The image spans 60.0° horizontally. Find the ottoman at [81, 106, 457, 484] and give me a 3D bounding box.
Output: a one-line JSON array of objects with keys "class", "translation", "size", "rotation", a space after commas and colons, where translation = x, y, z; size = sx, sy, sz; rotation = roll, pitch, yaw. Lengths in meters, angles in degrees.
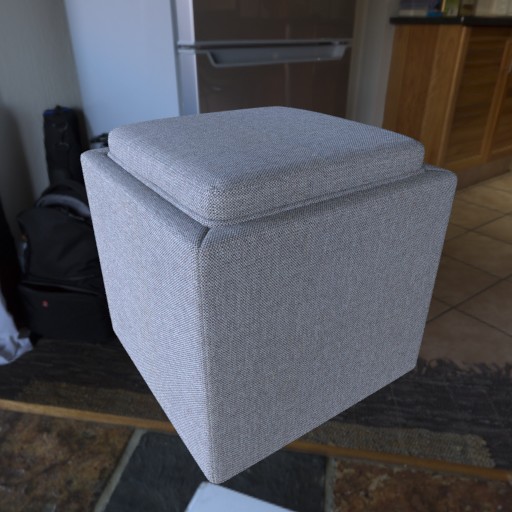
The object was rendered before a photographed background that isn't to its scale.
[{"class": "ottoman", "translation": [0.000, 0.000, 0.800], "size": [0.450, 0.460, 0.450], "rotation": [-18, 33, -29]}]
